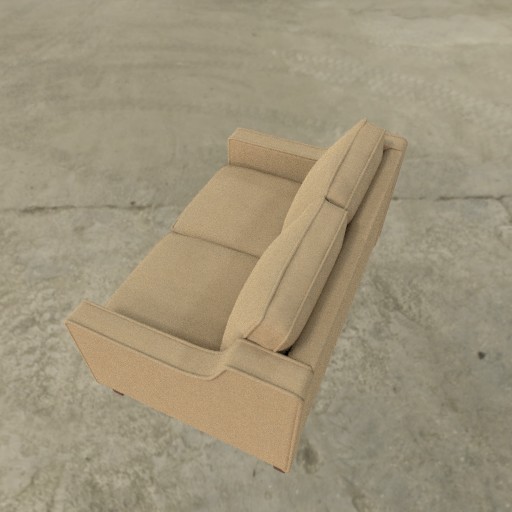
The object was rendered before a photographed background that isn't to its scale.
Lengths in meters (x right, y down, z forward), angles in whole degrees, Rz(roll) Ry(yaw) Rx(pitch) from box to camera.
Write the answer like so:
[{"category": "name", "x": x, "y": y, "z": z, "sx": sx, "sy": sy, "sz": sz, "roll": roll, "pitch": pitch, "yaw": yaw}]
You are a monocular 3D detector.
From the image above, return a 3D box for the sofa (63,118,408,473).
[{"category": "sofa", "x": 0.000, "y": 0.000, "z": 2.127, "sx": 0.987, "sy": 0.971, "sz": 1.501, "roll": 19, "pitch": 50, "yaw": 16}]
